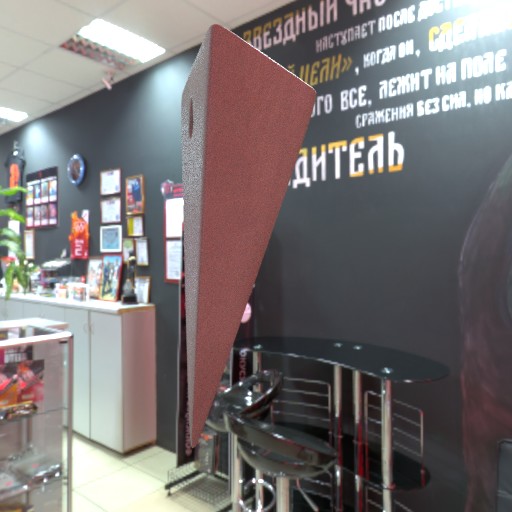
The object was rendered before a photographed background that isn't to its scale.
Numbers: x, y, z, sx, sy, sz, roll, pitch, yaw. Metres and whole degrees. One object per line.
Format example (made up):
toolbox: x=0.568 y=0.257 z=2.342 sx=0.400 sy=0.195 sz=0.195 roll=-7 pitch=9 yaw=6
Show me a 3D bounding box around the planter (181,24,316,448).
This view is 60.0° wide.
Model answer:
planter: x=0.000 y=0.000 z=0.157 sx=0.047 sy=0.130 sz=0.058 roll=0 pitch=0 yaw=-18
